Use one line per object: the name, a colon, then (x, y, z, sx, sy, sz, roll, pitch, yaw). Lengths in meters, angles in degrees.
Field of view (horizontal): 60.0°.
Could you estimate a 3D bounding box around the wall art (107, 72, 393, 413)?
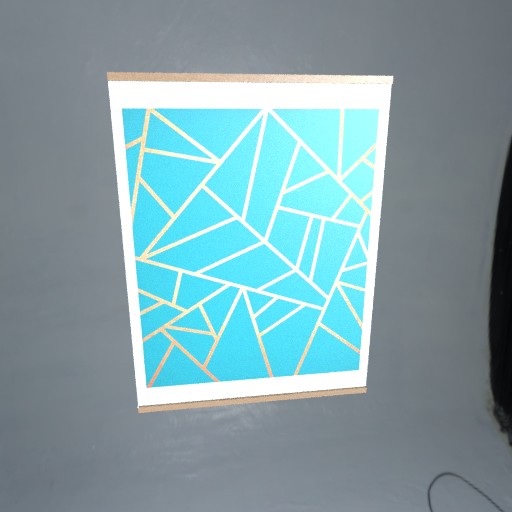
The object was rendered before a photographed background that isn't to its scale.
wall art: (0.000, 0.000, 0.799, 0.459, 0.608, 0.012, -2, 17, -8)
